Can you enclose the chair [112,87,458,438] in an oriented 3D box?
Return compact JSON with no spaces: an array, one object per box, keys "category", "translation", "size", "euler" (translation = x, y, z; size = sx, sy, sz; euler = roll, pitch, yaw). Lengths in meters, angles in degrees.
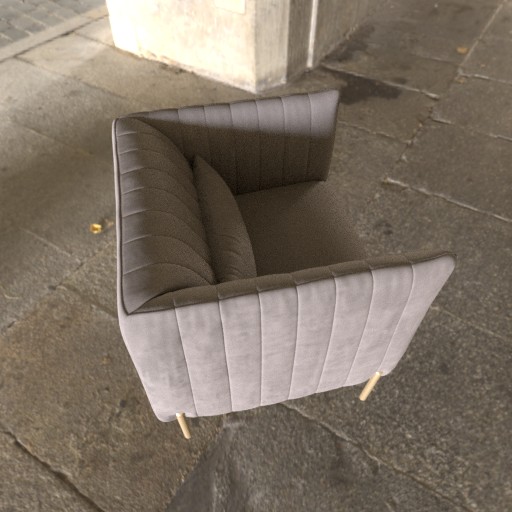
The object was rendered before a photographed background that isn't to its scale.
[{"category":"chair","translation":[0.000,0.000,1.635],"size":[0.873,0.779,0.981],"euler":[-10,50,-9]}]
